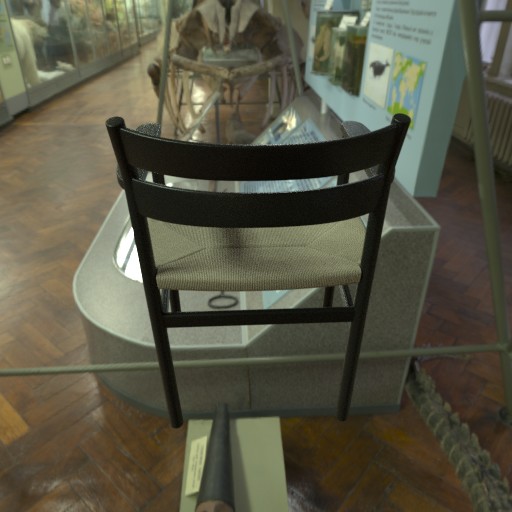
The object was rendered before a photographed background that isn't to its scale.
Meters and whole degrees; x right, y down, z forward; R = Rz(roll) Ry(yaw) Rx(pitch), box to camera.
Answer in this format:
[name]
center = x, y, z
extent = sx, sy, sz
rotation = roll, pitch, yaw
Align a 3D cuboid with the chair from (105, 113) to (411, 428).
[chair]
center = 0.000, 0.000, 1.152
extent = 0.630, 0.775, 0.508
rotation = -1, 29, -3
